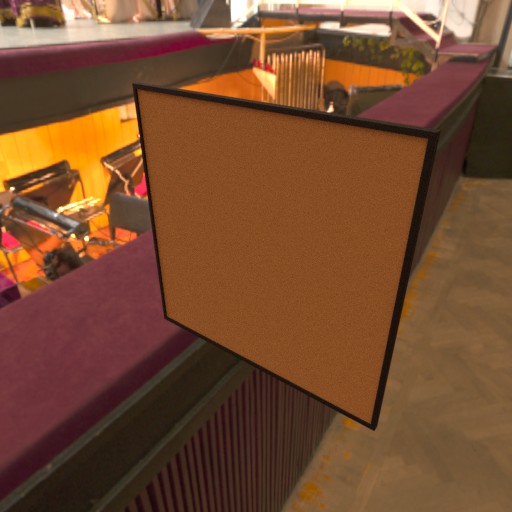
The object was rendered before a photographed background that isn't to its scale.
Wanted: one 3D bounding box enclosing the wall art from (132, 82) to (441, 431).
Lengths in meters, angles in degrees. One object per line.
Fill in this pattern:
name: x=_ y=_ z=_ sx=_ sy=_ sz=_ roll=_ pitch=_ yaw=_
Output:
wall art: x=0.000 y=0.000 z=0.681 sx=0.458 sy=0.457 sz=0.013 roll=21 pitch=37 yaw=30
